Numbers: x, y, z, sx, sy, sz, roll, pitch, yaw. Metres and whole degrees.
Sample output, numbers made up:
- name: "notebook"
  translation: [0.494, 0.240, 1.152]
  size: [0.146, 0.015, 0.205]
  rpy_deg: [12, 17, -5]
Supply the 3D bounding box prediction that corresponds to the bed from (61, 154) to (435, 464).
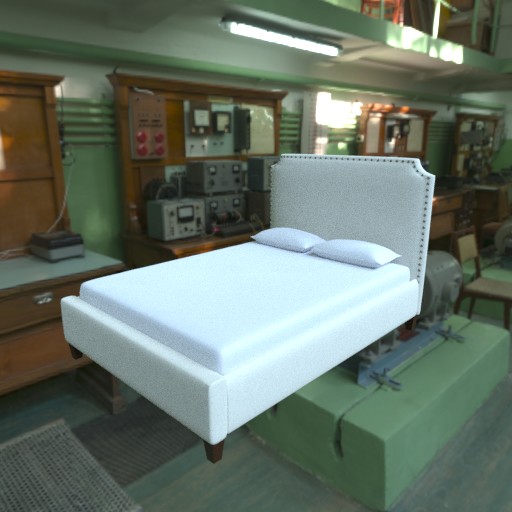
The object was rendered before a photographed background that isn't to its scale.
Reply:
- name: "bed"
  translation: [0.000, 0.000, 3.407]
  size: [1.712, 1.443, 2.372]
  rpy_deg: [14, 21, 42]
